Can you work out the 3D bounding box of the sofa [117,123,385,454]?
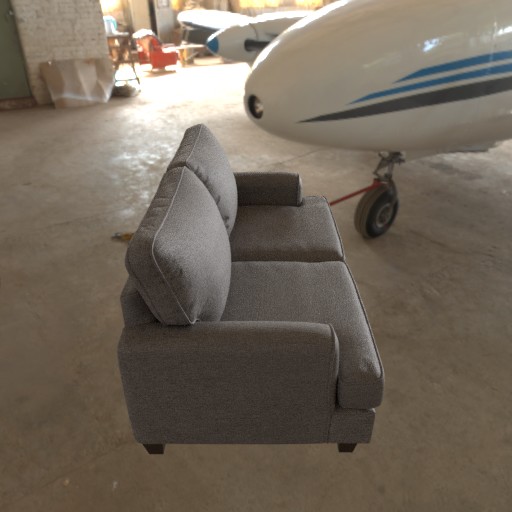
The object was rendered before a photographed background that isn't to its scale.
[{"bbox_3d":[0.000,0.000,2.220,0.965,0.965,1.651,0,31,0],"label":"sofa"}]
